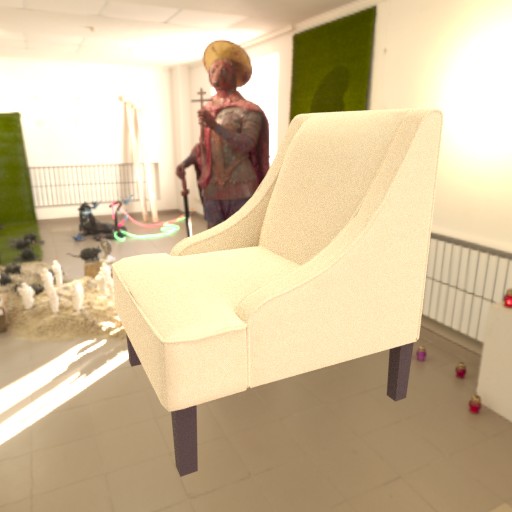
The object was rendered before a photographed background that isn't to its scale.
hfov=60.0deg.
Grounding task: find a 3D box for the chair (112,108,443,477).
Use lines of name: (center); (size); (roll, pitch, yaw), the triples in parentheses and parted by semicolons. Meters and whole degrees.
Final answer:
chair: (0.000, 0.000, 1.410); (0.806, 0.886, 0.689); (-8, 18, -25)
